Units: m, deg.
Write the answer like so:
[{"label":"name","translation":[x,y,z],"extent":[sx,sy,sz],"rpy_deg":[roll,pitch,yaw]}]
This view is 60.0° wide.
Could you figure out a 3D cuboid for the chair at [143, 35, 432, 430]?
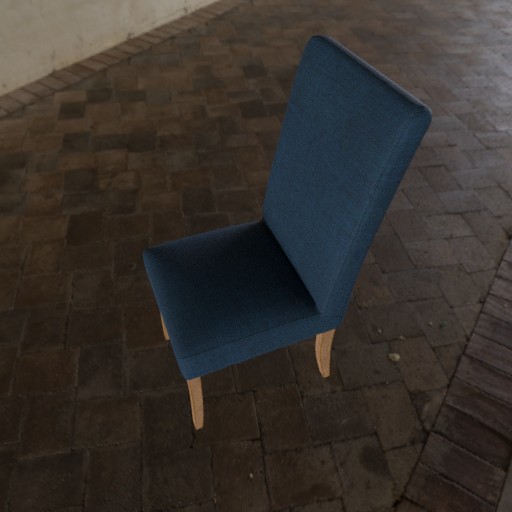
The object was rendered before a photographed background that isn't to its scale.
[{"label":"chair","translation":[0.000,0.000,1.303],"extent":[0.610,1.029,0.450],"rpy_deg":[-17,49,-16]}]
